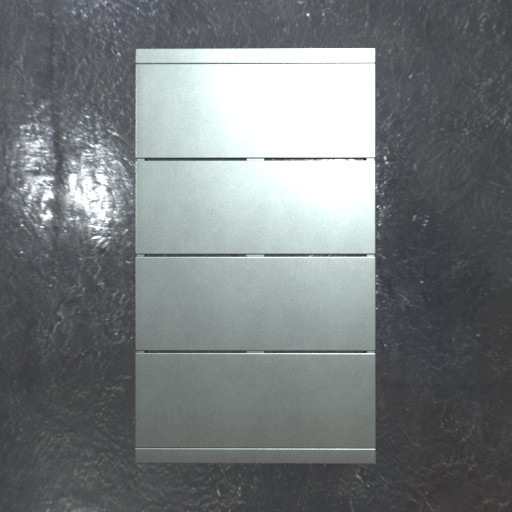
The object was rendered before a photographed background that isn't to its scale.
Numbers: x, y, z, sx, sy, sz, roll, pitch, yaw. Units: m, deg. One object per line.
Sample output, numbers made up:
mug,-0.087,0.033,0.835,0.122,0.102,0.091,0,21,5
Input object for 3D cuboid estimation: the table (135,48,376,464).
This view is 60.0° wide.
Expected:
table,0.000,0.000,1.257,0.559,0.460,0.965,0,90,0
